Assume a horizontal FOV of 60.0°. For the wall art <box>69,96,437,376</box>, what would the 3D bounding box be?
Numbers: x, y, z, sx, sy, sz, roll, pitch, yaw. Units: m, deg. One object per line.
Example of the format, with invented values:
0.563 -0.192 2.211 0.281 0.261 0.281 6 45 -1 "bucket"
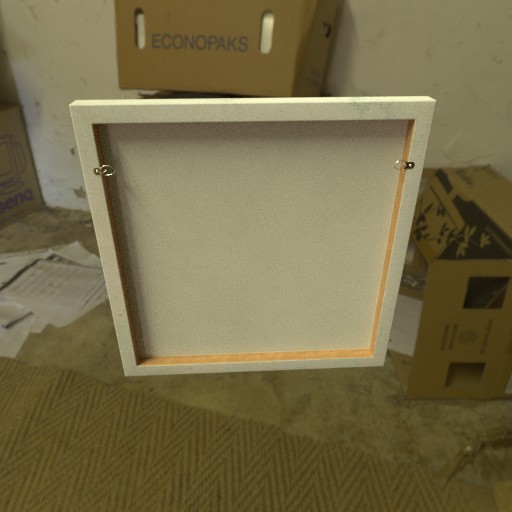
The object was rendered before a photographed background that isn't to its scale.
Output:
0.000 0.000 0.905 0.612 0.612 0.040 -2 31 -3 "wall art"
